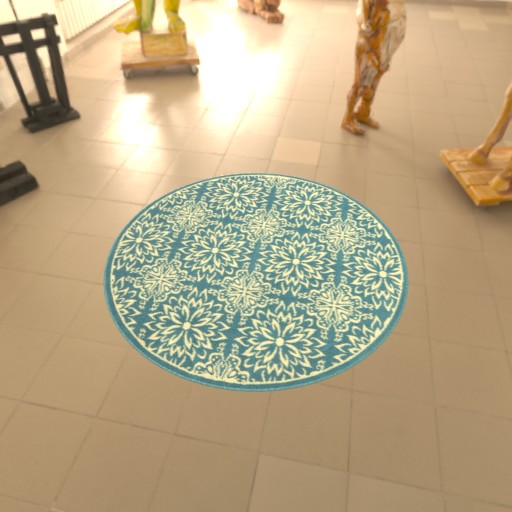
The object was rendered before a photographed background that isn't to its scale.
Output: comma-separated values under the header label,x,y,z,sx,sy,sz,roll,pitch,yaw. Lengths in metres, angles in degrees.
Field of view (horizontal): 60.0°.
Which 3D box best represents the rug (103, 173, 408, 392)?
label,x,y,z,sx,sy,sz,roll,pitch,yaw
rug,0.000,0.000,2.383,1.593,0.012,1.593,0,44,0
